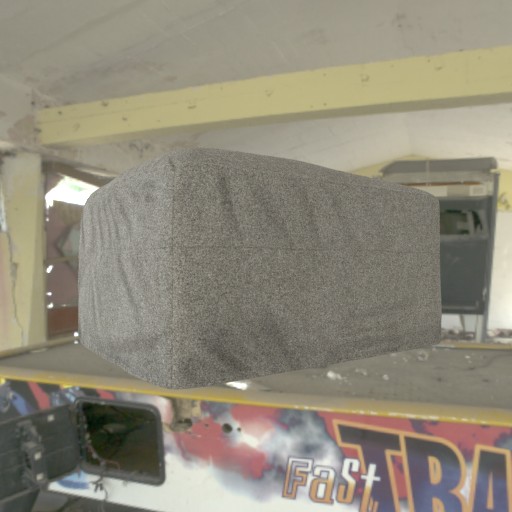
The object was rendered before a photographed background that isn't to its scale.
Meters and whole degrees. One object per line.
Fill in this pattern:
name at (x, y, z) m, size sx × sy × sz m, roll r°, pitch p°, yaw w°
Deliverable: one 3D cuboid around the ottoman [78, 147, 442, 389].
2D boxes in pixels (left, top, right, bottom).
ottoman at (0.000, 0.000, 1.243) m, size 0.837 × 0.481 × 0.683 m, roll 1°, pitch -2°, yaw -35°
